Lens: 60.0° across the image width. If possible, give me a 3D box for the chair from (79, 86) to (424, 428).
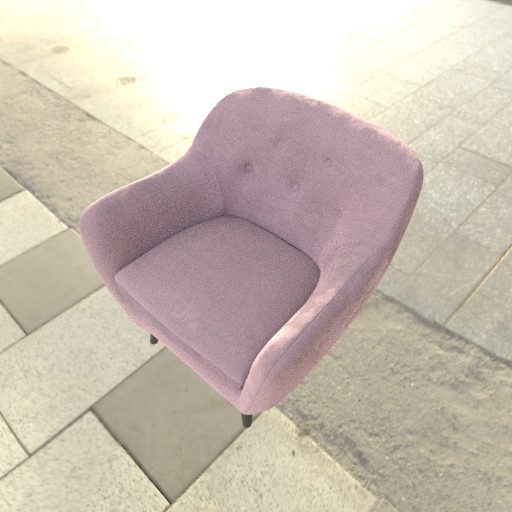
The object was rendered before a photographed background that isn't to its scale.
[{"bbox_3d":[0.000,0.000,1.530,0.840,0.820,0.820,33,55,27],"label":"chair"}]
